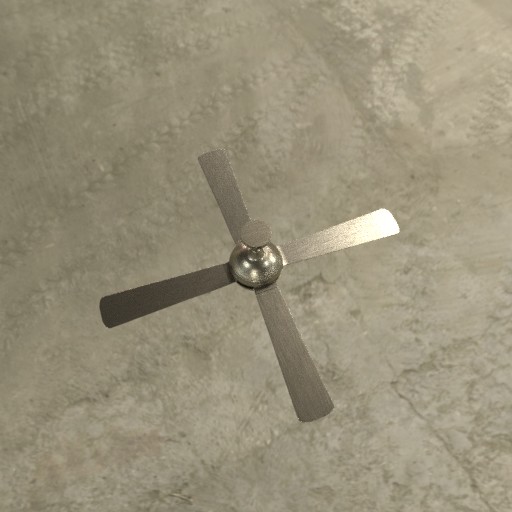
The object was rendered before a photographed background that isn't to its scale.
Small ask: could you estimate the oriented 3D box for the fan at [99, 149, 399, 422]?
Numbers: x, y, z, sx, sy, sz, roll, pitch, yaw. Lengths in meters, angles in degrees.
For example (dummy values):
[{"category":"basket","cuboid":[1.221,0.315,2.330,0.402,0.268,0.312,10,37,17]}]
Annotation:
[{"category":"fan","cuboid":[0.000,0.000,1.899,1.321,0.381,1.321,1,62,0]}]
